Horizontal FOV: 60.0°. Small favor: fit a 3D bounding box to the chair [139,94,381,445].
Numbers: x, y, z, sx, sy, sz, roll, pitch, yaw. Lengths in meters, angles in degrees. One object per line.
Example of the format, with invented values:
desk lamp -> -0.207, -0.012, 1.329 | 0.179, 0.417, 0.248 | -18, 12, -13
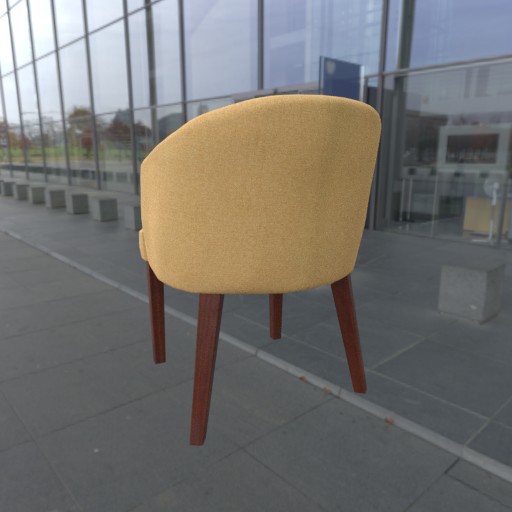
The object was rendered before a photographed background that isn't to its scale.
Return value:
chair -> 0.000, 0.000, 1.272 | 0.583, 0.811, 0.655 | -7, 15, -26
